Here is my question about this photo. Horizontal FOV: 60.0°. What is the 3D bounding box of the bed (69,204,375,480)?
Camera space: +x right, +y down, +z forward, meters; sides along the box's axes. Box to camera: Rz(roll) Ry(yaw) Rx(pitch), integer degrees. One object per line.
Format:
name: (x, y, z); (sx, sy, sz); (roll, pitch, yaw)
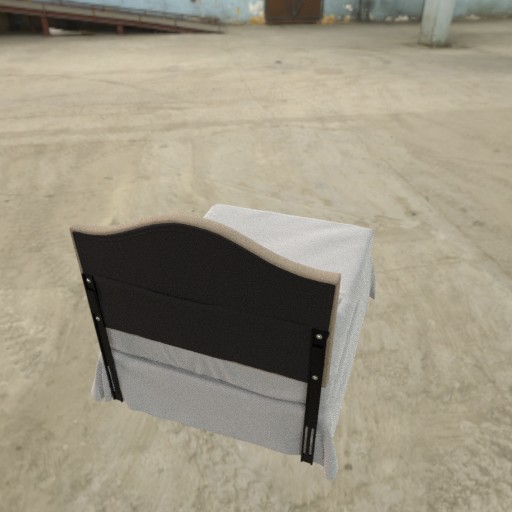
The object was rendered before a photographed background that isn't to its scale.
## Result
bed: (0.000, 0.000, 3.490); (1.876, 1.645, 2.221); (11, 34, 17)
